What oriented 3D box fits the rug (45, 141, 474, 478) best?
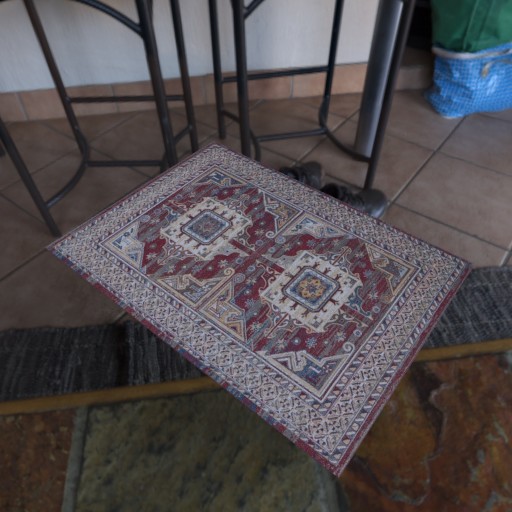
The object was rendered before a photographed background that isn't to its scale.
[{"bbox_3d":[0.000,0.000,2.817,2.210,0.011,1.599,31,54,25],"label":"rug"}]
